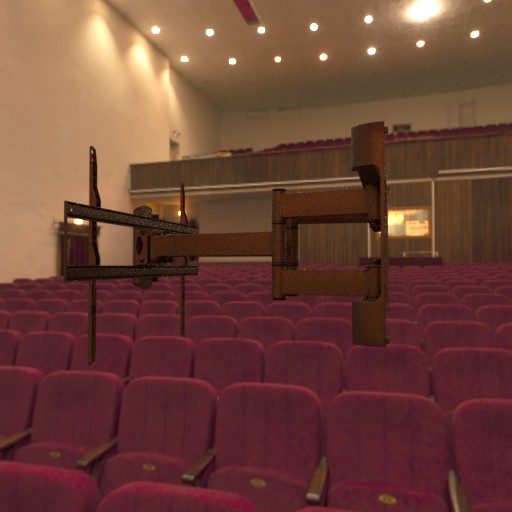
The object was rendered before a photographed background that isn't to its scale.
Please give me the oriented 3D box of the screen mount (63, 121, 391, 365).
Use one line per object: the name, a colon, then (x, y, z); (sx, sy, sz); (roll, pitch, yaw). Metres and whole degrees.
screen mount: (0.000, 0.000, 1.114); (0.644, 0.491, 0.661); (0, -1, 17)
